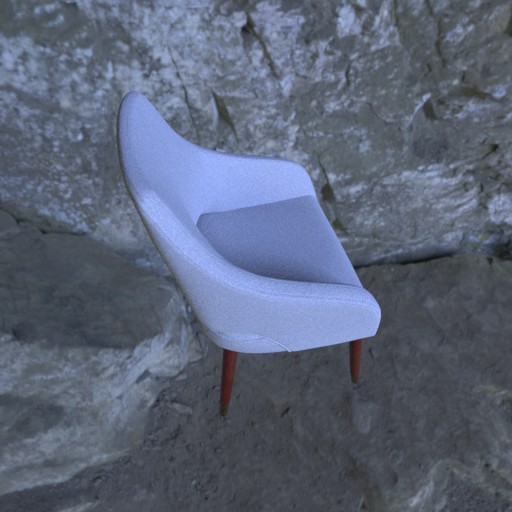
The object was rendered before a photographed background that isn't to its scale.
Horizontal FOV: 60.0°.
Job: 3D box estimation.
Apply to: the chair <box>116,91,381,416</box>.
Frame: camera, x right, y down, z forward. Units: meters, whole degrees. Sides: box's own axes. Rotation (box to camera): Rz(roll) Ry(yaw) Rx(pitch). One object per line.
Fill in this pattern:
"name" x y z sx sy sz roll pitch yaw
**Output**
"chair" 0.000 0.000 1.288 0.600 0.889 0.609 -10 48 -9
